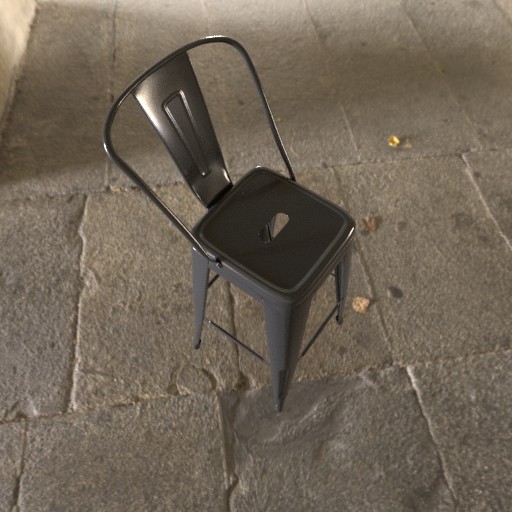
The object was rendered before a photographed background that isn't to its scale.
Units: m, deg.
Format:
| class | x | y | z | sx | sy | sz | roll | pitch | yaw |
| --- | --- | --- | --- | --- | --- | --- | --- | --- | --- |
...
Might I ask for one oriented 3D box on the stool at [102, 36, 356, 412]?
| class | x | y | z | sx | sy | sz | roll | pitch | yaw |
| --- | --- | --- | --- | --- | --- | --- | --- | --- | --- |
| stool | 0.000 | 0.000 | 1.268 | 0.528 | 1.022 | 0.432 | 32 | 64 | 18 |
